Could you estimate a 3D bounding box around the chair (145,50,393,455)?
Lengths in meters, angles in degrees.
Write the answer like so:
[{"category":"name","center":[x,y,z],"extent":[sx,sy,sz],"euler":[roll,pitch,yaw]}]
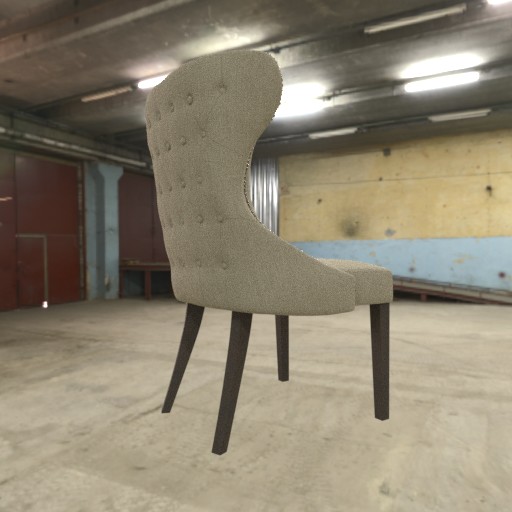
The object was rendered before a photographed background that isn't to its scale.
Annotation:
[{"category":"chair","center":[0.000,0.000,1.356],"extent":[0.635,0.967,0.628],"euler":[0,0,-34]}]
